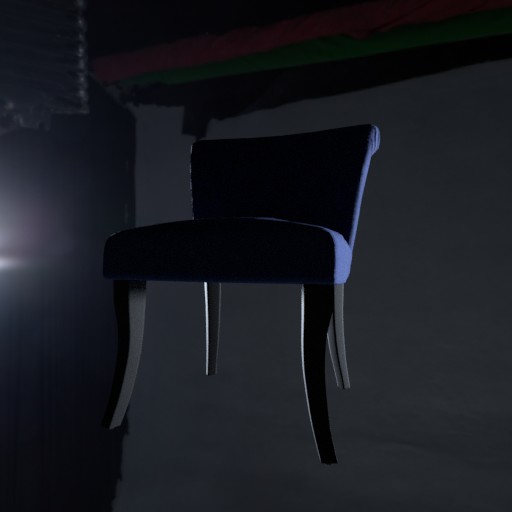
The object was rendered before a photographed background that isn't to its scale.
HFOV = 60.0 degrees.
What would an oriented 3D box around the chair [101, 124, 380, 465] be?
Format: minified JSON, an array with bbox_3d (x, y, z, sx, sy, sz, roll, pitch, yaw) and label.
[{"bbox_3d":[0.000,0.000,1.151,0.585,0.753,0.606,0,0,20],"label":"chair"}]
